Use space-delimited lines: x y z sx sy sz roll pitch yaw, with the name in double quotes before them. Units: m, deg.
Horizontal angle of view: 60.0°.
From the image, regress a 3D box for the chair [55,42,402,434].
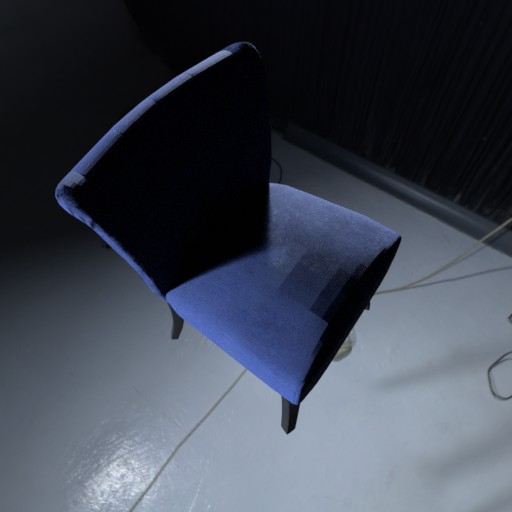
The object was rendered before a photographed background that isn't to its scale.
"chair" 0.000 0.000 1.161 0.606 0.753 0.585 31 63 18
